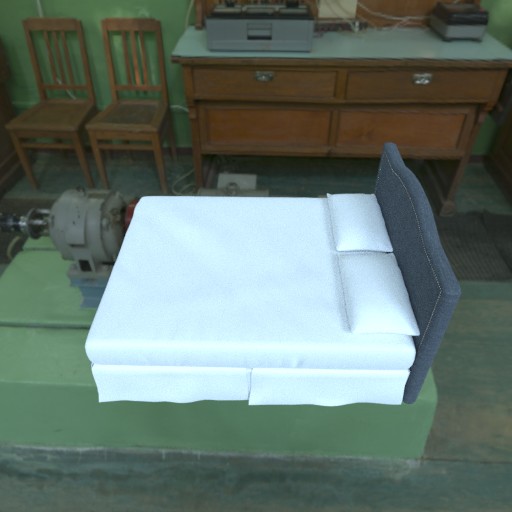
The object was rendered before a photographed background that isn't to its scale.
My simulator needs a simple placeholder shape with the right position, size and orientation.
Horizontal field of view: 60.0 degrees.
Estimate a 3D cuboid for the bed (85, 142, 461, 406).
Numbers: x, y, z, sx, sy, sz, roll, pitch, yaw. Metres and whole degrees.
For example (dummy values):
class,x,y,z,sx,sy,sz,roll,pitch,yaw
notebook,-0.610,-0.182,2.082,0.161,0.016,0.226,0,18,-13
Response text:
class,x,y,z,sx,sy,sz,roll,pitch,yaw
bed,0.000,0.000,4.031,2.689,1.457,2.161,1,41,1
